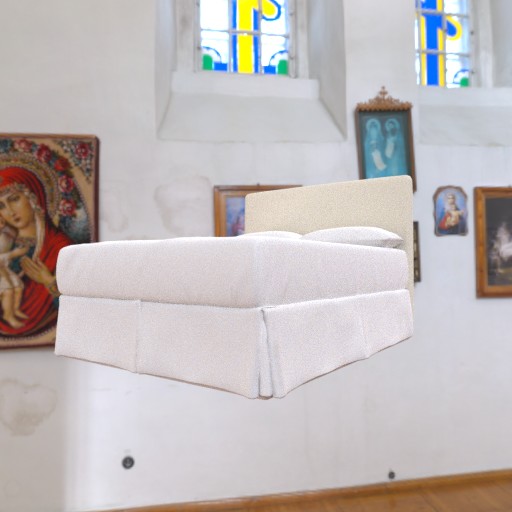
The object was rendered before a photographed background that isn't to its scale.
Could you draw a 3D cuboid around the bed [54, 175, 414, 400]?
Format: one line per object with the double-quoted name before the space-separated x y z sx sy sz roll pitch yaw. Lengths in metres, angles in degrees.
"bed" 0.000 0.000 3.180 1.714 1.330 2.147 -1 -2 36
